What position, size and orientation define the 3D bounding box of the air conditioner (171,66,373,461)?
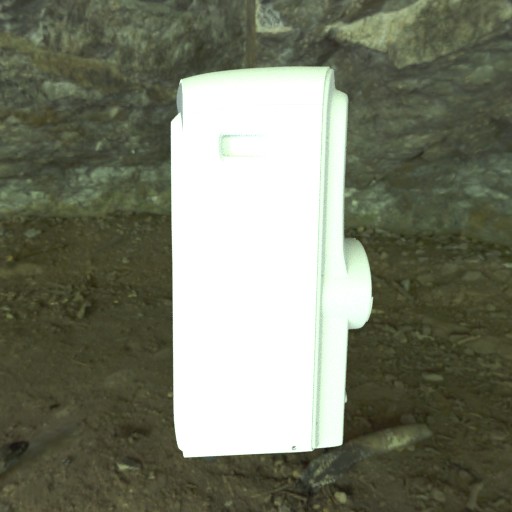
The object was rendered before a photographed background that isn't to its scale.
[{"bbox_3d":[0.000,0.000,0.935,0.365,0.700,0.454,-2,14,-7],"label":"air conditioner"}]
